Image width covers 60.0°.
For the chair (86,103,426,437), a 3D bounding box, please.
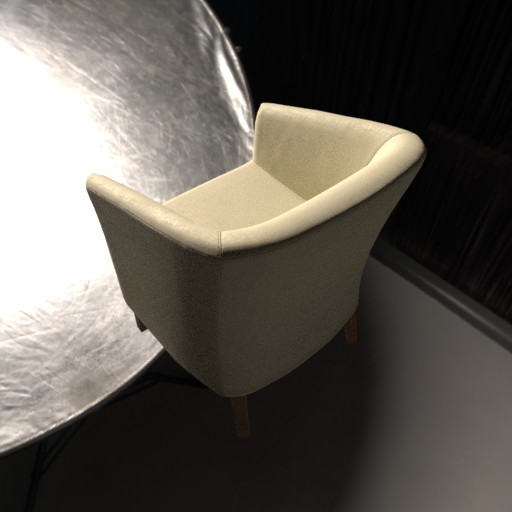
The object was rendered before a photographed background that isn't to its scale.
[{"bbox_3d":[0.000,0.000,1.279,0.643,0.822,0.657,-32,53,-27],"label":"chair"}]
